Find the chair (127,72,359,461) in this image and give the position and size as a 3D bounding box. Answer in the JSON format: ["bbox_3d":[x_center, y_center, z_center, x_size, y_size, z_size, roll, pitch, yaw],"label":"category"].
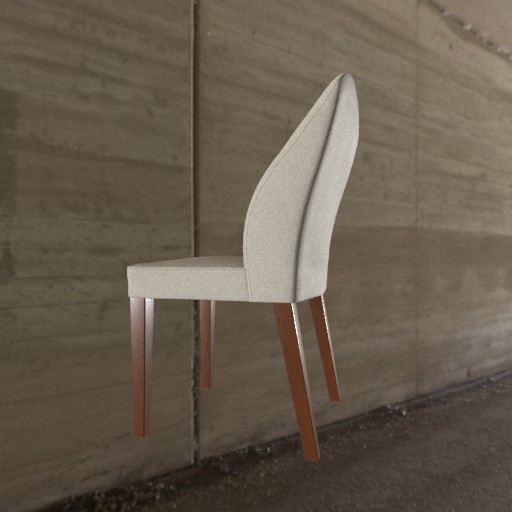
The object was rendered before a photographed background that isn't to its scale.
[{"bbox_3d":[0.000,0.000,1.226,0.540,0.893,0.472,0,0,17],"label":"chair"}]
